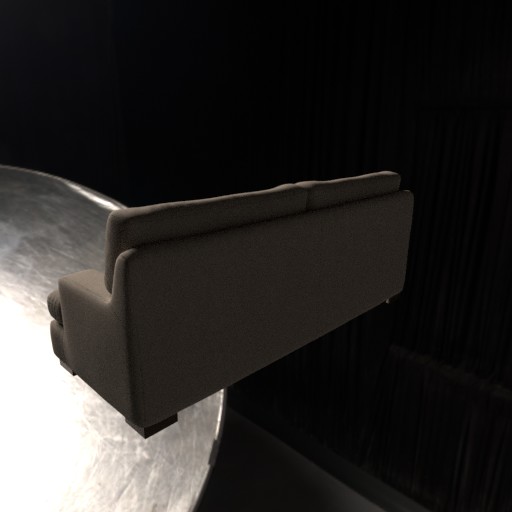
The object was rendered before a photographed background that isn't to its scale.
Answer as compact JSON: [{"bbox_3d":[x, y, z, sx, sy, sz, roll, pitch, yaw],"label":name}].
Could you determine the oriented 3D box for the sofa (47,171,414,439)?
[{"bbox_3d":[0.000,0.000,2.837,0.962,0.980,2.354,16,23,42],"label":"sofa"}]
